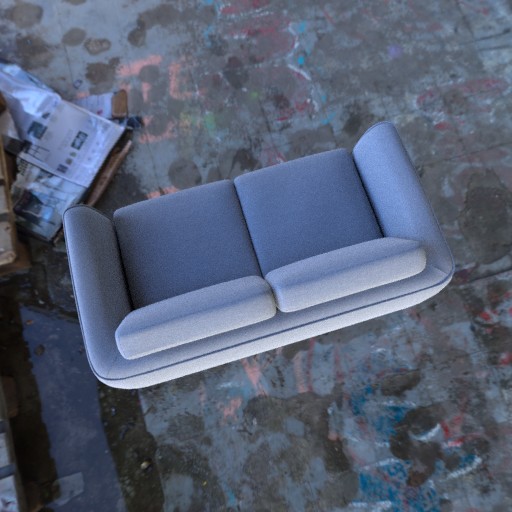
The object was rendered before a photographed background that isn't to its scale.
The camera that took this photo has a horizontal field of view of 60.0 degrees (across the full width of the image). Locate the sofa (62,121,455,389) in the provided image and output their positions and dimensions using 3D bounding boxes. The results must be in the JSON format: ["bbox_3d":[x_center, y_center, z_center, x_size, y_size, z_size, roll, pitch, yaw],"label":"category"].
[{"bbox_3d":[0.000,0.000,2.225,1.700,0.850,0.920,-16,76,-4],"label":"sofa"}]
